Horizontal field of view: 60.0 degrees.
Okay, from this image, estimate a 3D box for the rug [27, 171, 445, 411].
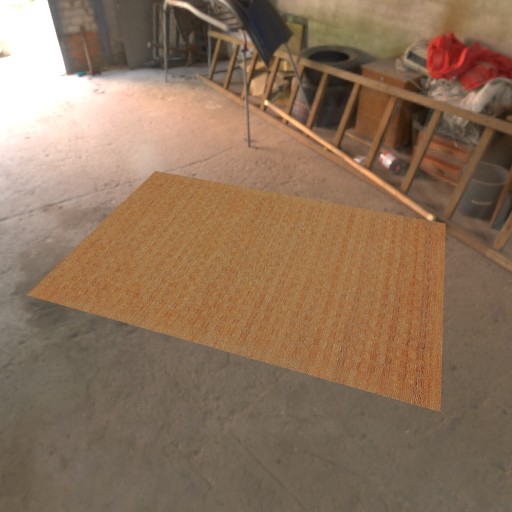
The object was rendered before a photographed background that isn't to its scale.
[{"bbox_3d":[0.000,0.000,2.842,2.285,0.006,1.524,12,42,14],"label":"rug"}]
